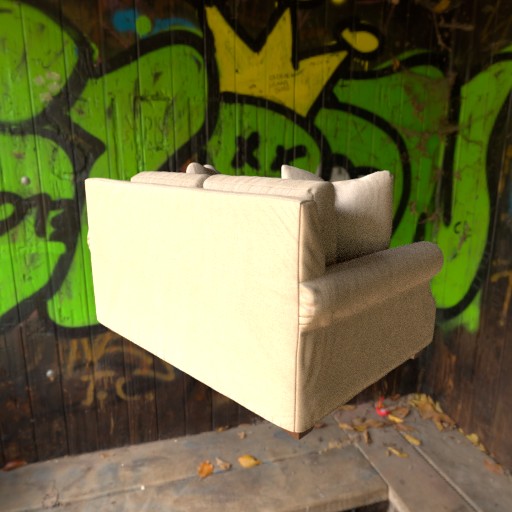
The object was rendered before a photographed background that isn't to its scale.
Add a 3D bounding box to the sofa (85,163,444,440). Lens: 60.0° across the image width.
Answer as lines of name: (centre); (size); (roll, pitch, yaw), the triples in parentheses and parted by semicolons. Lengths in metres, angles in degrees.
sofa: (0.000, 0.000, 2.199); (1.070, 0.905, 1.550); (-13, 19, -43)
